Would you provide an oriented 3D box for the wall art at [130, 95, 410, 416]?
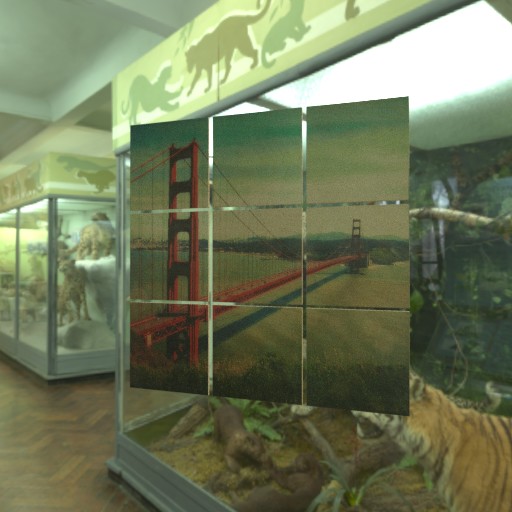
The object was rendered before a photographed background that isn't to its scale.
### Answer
[{"bbox_3d":[0.000,0.000,2.322,1.519,1.507,0.014,0,0,18],"label":"wall art"}]
